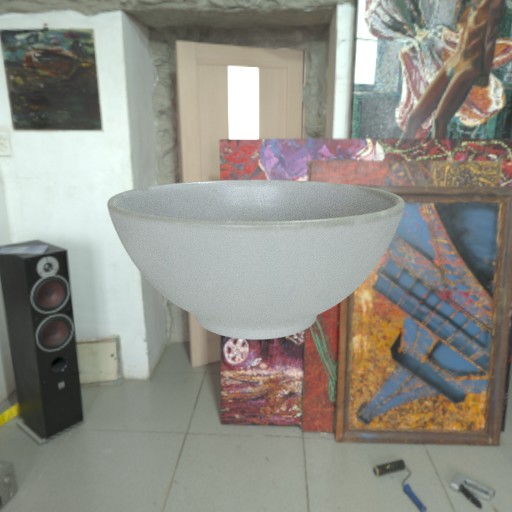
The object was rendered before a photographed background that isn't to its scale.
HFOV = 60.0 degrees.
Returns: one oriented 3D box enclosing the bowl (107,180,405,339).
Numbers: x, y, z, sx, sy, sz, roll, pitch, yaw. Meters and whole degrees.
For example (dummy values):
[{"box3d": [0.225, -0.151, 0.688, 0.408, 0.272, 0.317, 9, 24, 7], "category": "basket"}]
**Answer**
[{"box3d": [0.000, 0.000, 0.435, 0.268, 0.121, 0.268, 0, 16, 0], "category": "bowl"}]
